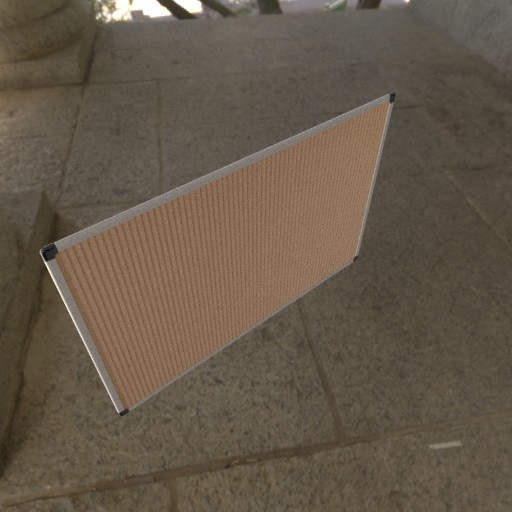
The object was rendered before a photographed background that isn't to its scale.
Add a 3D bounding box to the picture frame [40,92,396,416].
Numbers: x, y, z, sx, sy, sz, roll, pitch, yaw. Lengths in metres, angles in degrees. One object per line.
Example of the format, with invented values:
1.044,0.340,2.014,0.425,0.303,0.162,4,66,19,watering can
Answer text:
0.000,0.000,1.125,0.900,0.600,0.010,-30,52,-26,picture frame
